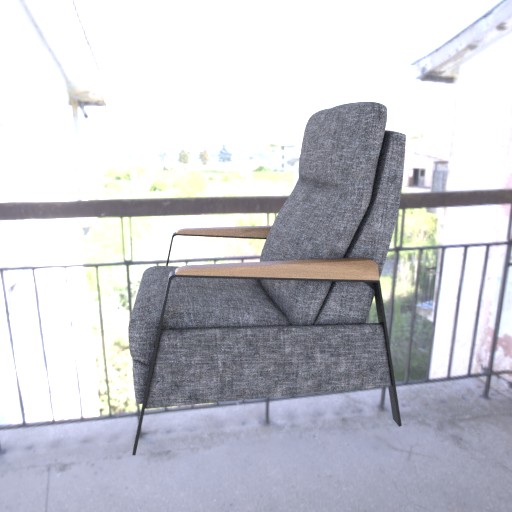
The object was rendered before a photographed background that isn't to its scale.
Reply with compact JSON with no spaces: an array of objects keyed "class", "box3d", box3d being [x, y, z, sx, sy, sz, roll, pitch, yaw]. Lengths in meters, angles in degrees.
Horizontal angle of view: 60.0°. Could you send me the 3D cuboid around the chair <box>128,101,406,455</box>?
[{"class":"chair","box3d":[0.000,0.000,1.603,0.868,1.042,0.671,-2,14,-9]}]
